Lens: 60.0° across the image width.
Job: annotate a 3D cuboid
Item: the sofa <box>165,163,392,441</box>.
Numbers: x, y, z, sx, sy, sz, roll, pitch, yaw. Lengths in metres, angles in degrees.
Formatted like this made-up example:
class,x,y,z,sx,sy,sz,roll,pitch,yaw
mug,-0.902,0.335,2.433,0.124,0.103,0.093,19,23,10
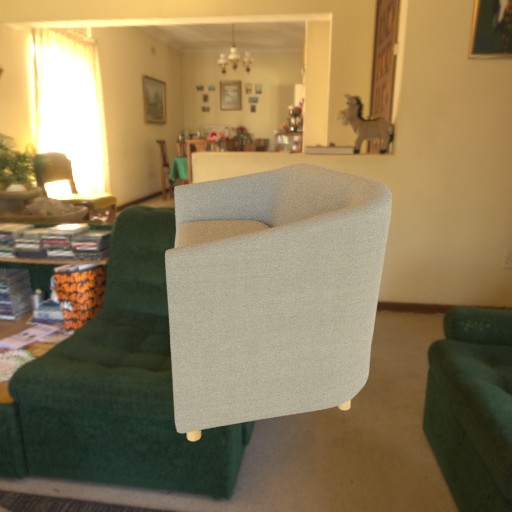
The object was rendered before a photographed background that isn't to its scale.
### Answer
class,x,y,z,sx,sy,sz,roll,pitch,yaw
sofa,0.000,0.000,1.894,0.705,0.721,1.452,-2,16,-9
